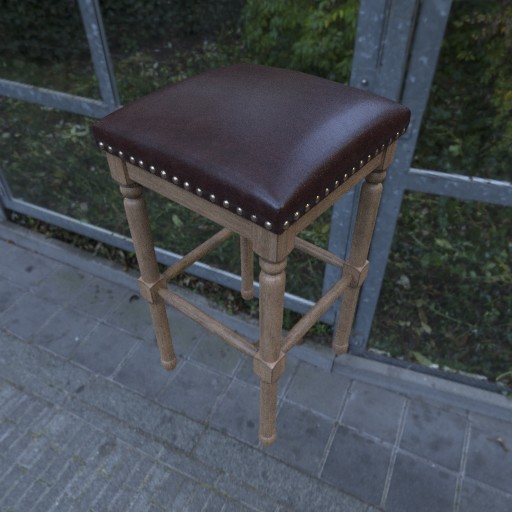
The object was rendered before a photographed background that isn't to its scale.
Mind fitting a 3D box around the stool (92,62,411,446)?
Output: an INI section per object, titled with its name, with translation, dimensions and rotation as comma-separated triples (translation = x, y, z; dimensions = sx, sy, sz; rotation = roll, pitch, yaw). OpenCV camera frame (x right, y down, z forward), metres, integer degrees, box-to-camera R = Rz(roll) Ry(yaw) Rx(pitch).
[stool]
translation = 0.000, 0.000, 0.926
dimensions = 0.382, 0.702, 0.383
rotation = 28, 48, 28
